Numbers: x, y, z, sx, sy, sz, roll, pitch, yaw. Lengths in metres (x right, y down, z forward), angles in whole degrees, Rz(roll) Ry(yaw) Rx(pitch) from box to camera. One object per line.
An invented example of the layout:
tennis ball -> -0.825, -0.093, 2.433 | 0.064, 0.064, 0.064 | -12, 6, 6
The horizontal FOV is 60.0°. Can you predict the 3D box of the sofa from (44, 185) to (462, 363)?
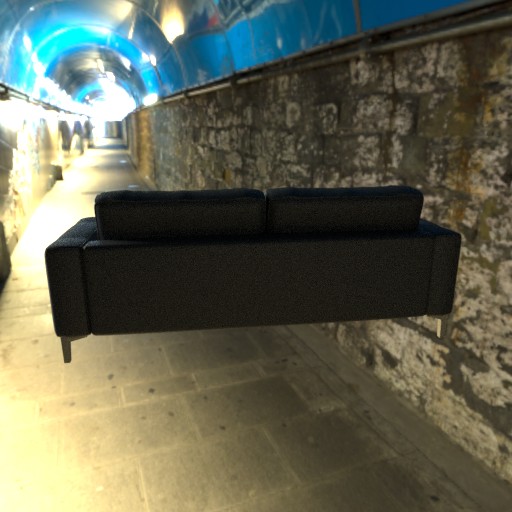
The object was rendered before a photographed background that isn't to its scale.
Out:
sofa -> 0.000, 0.000, 2.773 | 2.275, 0.893, 0.833 | -2, 16, -8
